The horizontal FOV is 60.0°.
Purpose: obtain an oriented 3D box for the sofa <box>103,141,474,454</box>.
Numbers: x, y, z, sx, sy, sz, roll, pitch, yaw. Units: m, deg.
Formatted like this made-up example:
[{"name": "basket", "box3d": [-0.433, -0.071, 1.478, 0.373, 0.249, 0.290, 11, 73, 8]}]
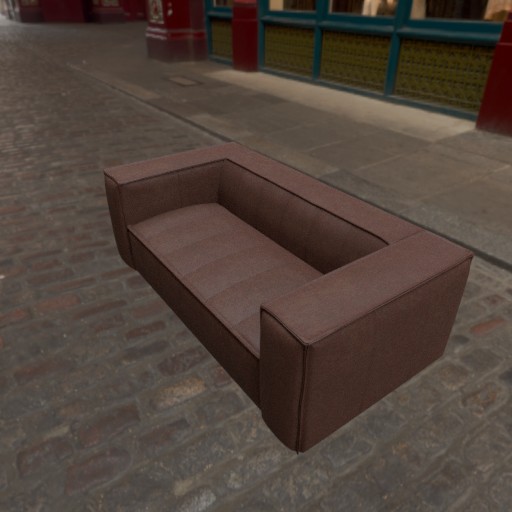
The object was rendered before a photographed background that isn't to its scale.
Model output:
[{"name": "sofa", "box3d": [0.000, 0.000, 2.657, 1.102, 0.703, 2.088, -21, 38, -30]}]
